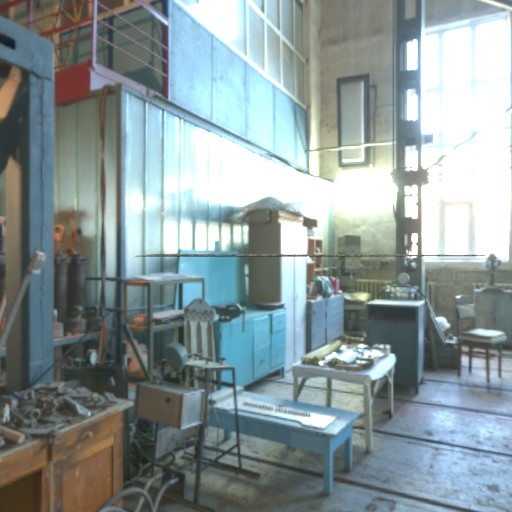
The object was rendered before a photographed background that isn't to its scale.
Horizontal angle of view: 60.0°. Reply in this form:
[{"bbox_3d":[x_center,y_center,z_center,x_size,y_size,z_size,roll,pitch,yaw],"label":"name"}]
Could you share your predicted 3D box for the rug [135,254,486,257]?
[{"bbox_3d":[0.000,0.000,3.038,1.526,0.008,2.441,0,0,-17],"label":"rug"}]
